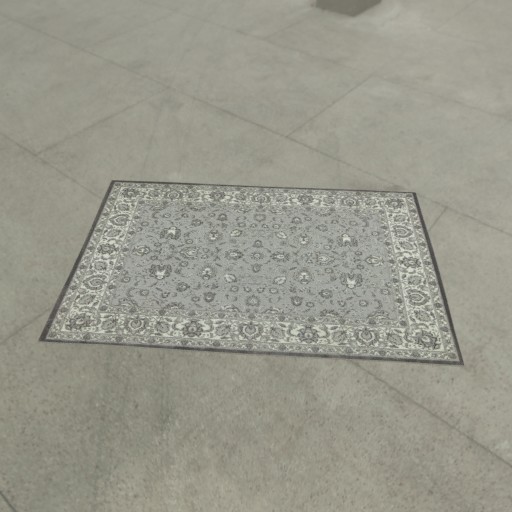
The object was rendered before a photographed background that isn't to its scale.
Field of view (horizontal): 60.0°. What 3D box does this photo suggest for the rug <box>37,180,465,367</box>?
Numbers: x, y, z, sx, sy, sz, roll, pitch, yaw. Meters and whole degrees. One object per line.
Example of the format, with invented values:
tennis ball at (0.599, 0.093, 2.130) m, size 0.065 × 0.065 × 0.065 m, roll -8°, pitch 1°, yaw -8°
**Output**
rug at (0.000, 0.000, 3.018) m, size 2.438 × 0.011 × 1.524 m, roll 3°, pitch 47°, yaw 3°
